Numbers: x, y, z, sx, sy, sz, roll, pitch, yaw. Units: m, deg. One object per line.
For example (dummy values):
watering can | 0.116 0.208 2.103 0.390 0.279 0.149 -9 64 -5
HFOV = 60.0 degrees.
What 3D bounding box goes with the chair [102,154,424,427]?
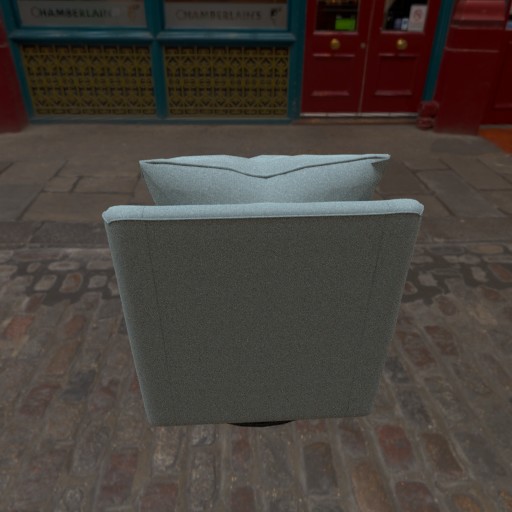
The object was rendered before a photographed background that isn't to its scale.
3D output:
chair | 0.000 0.000 1.545 0.760 0.926 0.870 -2 30 -3
